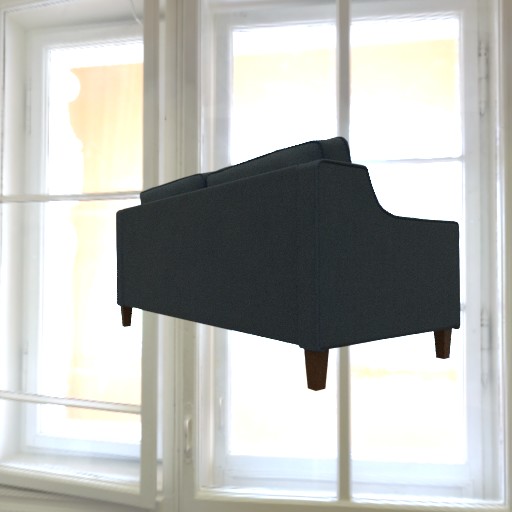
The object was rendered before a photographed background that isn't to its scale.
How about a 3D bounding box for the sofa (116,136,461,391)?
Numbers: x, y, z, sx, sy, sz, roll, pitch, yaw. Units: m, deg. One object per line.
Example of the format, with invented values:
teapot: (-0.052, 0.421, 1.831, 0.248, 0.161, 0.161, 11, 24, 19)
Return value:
sofa: (0.000, 0.000, 2.856, 1.066, 1.071, 2.178, 0, -1, -37)
